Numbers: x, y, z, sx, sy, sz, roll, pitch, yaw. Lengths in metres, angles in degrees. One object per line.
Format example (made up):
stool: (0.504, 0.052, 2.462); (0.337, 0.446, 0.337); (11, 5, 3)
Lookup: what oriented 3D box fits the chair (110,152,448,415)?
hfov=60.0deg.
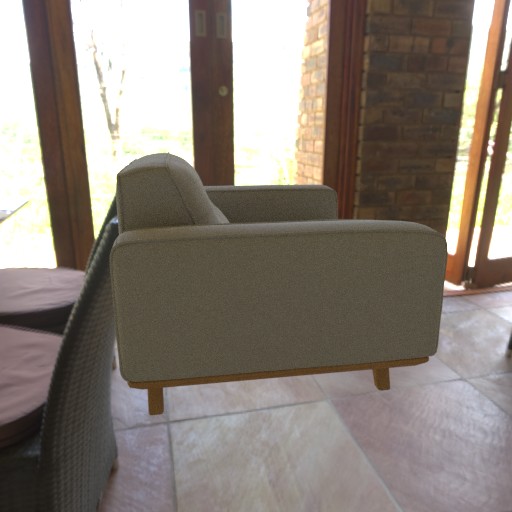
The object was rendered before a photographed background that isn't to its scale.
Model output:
chair: (0.000, 0.000, 1.738); (0.953, 0.779, 1.115); (-3, 16, -10)
